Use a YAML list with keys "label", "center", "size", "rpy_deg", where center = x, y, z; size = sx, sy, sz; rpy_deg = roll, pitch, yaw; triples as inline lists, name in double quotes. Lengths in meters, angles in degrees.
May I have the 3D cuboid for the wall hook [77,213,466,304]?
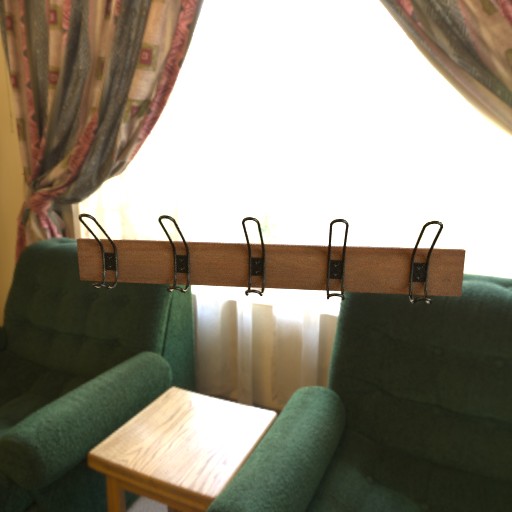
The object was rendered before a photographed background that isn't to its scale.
- label: "wall hook"
  center: [0.000, 0.000, 0.602]
  size: [0.554, 0.116, 0.076]
  rpy_deg: [2, 13, 8]
